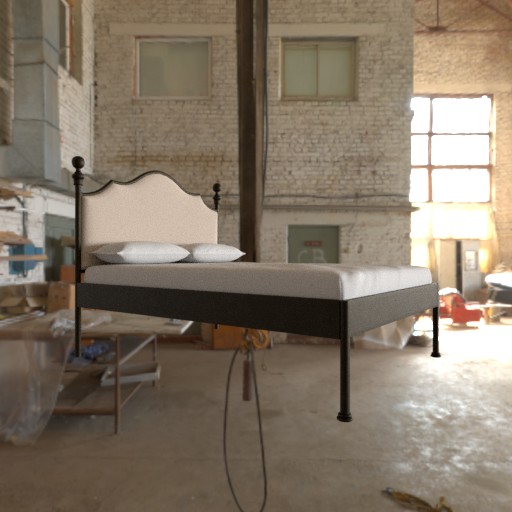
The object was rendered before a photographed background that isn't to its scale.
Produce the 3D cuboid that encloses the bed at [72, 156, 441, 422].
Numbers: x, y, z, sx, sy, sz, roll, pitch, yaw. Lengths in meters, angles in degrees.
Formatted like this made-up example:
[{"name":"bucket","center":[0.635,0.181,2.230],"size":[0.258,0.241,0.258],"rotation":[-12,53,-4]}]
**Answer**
[{"name":"bed","center":[0.000,0.000,3.278],"size":[2.224,1.499,1.642],"rotation":[0,0,36]}]
